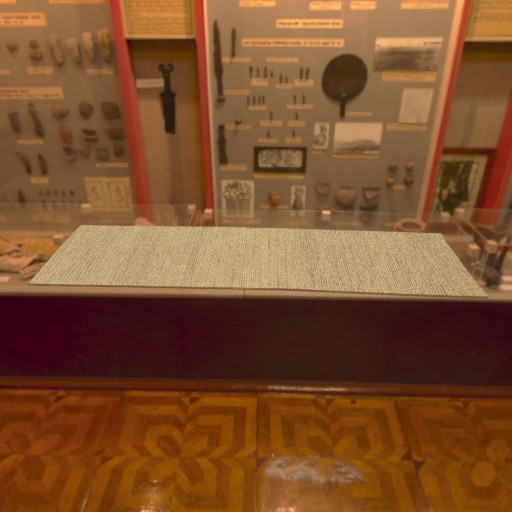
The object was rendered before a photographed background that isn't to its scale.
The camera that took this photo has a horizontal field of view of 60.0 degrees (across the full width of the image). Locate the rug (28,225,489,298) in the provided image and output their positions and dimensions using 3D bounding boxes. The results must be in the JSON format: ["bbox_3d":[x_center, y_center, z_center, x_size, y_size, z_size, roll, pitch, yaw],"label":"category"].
[{"bbox_3d":[0.000,0.000,2.520,2.320,0.032,0.692,1,30,3],"label":"rug"}]
